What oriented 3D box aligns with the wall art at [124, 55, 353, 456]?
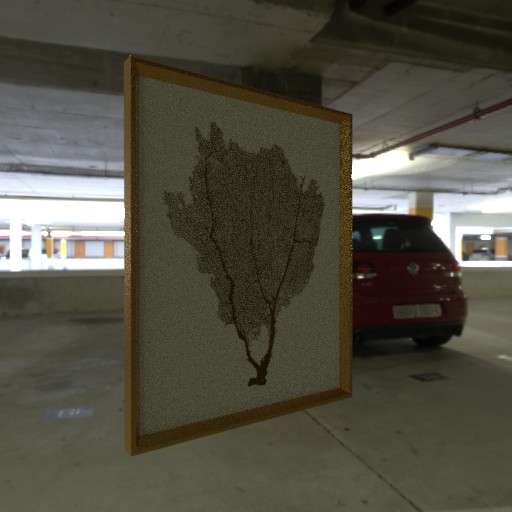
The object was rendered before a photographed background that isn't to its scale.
[{"bbox_3d":[0.000,0.000,1.033,0.610,0.762,0.038,0,0,-35],"label":"wall art"}]
